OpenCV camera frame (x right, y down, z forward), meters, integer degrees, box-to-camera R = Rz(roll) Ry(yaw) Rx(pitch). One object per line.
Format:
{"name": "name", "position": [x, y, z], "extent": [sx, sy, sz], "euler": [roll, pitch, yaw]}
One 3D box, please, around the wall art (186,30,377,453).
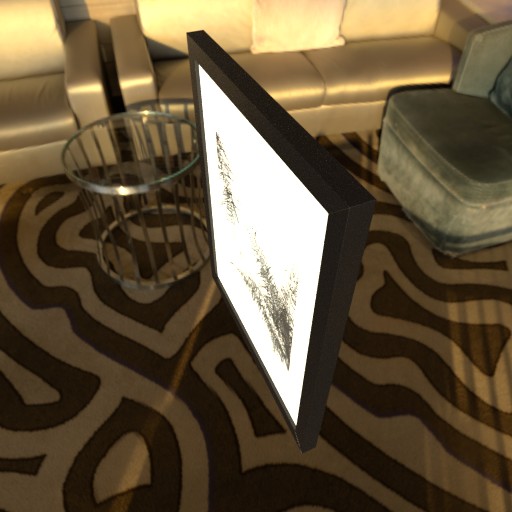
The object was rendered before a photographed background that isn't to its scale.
{"name": "wall art", "position": [0.000, 0.000, 0.731], "extent": [0.028, 0.557, 0.457], "euler": [-18, 48, -17]}
